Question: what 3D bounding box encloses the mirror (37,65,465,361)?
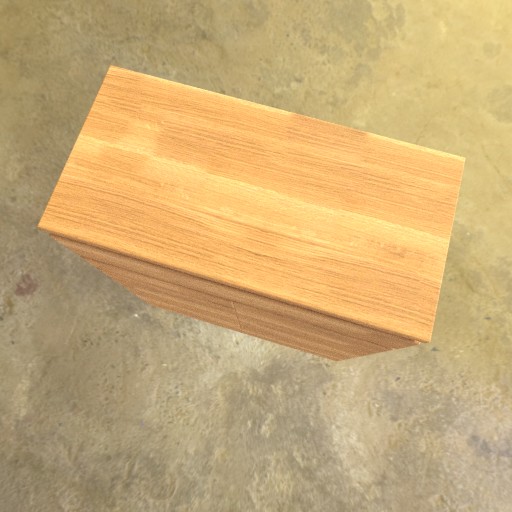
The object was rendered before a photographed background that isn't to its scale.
[{"bbox_3d":[0.000,0.000,1.392,0.800,1.000,0.400,16,75,4],"label":"mirror"}]
